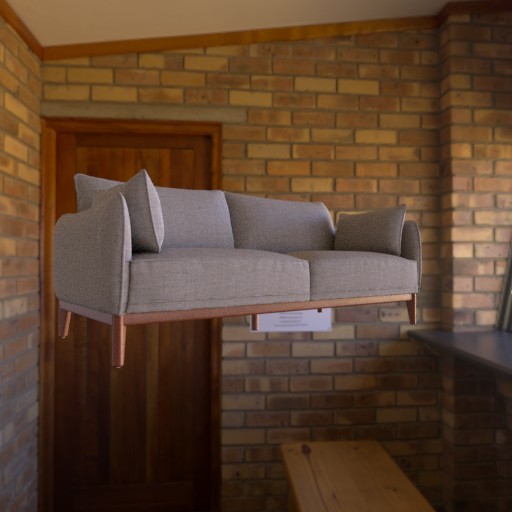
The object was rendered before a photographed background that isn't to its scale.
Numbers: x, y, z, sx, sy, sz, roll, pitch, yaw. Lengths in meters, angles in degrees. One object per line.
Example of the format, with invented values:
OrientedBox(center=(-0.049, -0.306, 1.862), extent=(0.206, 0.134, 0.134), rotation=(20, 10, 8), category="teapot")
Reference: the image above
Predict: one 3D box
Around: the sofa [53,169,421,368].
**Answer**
OrientedBox(center=(0.000, 0.000, 2.524), extent=(1.989, 0.851, 0.972), rotation=(1, -1, -37), category="sofa")
